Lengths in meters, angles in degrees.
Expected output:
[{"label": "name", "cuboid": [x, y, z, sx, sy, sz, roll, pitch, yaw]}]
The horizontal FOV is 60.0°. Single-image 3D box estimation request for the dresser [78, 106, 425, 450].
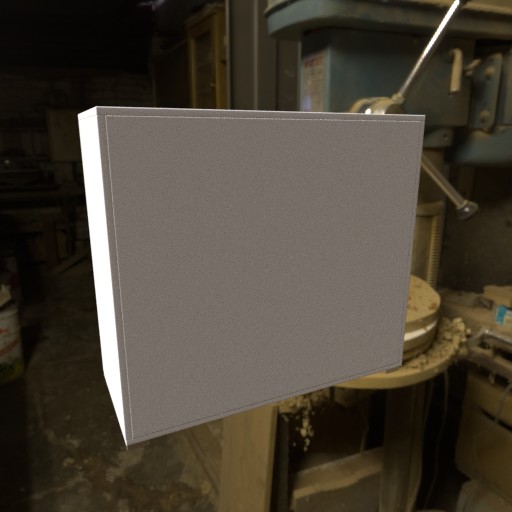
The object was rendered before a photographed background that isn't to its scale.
[{"label": "dresser", "cuboid": [0.000, 0.000, 1.647, 1.100, 1.000, 0.460, -7, 17, -25]}]
